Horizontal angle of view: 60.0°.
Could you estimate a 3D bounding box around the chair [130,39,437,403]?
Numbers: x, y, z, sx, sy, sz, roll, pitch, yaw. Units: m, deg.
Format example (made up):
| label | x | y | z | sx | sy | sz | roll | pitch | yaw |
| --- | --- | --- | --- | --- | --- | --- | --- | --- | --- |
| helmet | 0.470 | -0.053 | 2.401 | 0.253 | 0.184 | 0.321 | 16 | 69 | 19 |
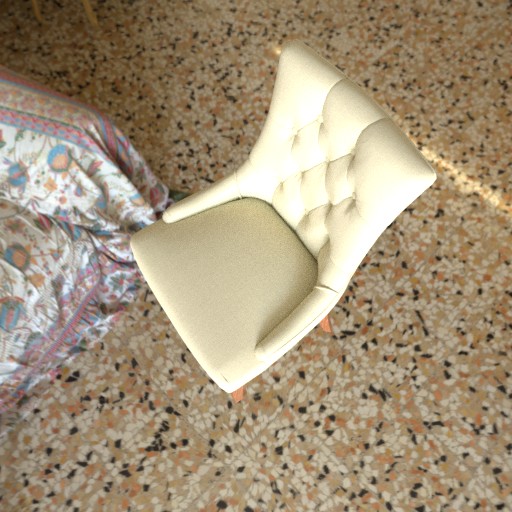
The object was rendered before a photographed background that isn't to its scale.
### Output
| label | x | y | z | sx | sy | sz | roll | pitch | yaw |
| --- | --- | --- | --- | --- | --- | --- | --- | --- | --- |
| chair | 0.000 | 0.000 | 1.209 | 0.565 | 0.874 | 0.509 | -32 | 69 | -14 |
